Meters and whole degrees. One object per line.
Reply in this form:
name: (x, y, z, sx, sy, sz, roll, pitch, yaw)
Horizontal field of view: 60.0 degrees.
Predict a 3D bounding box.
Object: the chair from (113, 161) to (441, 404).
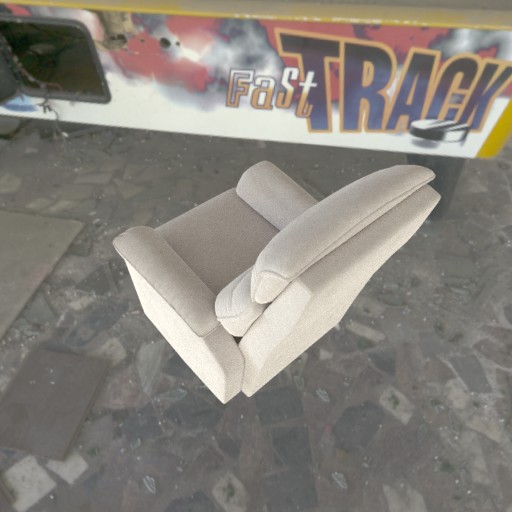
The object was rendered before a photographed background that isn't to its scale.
chair: (0.000, 0.000, 1.732, 0.820, 1.039, 1.001, -33, 54, -28)
